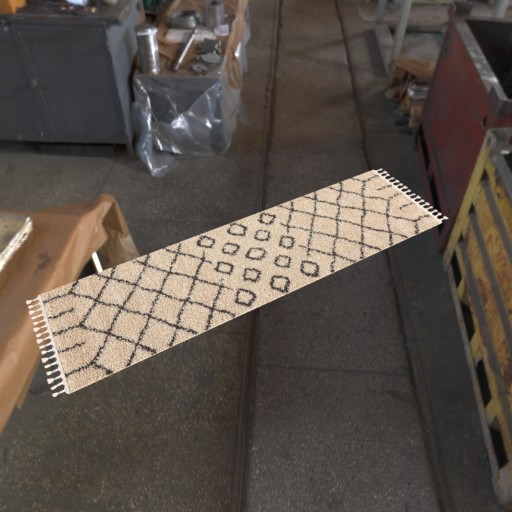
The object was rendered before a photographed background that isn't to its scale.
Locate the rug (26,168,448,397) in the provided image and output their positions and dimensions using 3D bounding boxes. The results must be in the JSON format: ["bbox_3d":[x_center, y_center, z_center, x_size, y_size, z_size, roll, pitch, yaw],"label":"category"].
[{"bbox_3d":[0.000,0.000,2.596,2.464,0.005,0.660,-22,50,-20],"label":"rug"}]
